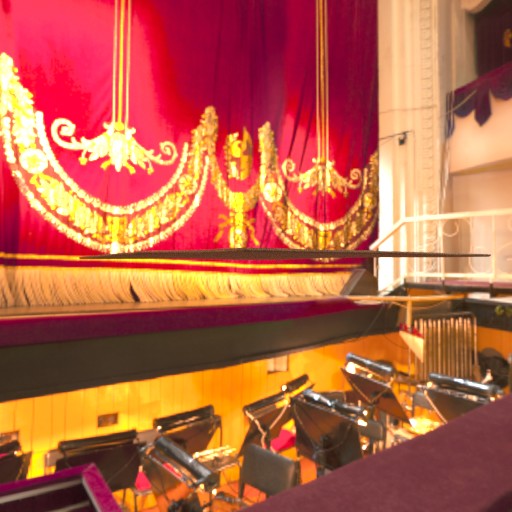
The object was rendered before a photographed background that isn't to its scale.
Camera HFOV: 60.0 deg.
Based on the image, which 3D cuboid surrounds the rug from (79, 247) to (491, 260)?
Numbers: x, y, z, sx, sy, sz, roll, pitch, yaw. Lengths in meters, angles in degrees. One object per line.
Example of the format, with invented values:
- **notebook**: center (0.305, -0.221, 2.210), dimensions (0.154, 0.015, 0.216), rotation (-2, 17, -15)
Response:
- **rug**: center (0.000, 0.000, 4.952), dimensions (2.873, 0.053, 3.778), rotation (1, -1, -36)
